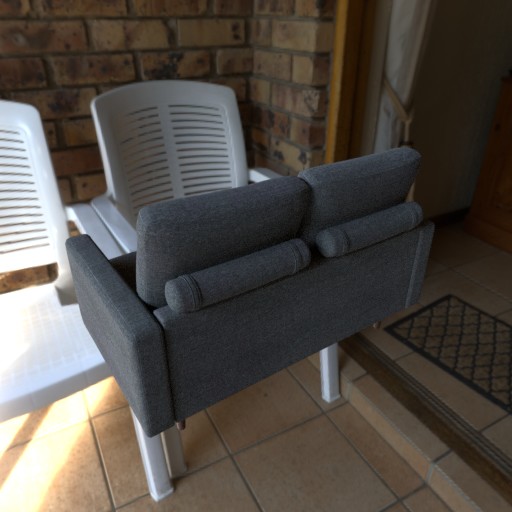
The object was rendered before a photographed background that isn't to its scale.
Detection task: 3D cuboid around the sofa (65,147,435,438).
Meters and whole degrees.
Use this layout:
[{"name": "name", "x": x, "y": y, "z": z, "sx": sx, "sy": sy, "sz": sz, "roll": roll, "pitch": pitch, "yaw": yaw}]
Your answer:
[{"name": "sofa", "x": 0.000, "y": 0.000, "z": 1.950, "sx": 1.407, "sy": 0.907, "sz": 0.842, "roll": -18, "pitch": 34, "yaw": -30}]
